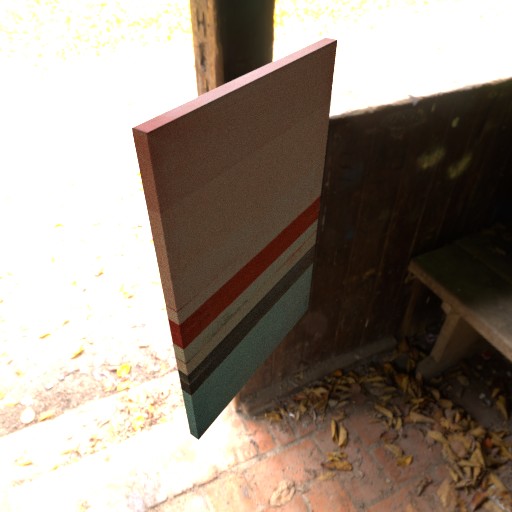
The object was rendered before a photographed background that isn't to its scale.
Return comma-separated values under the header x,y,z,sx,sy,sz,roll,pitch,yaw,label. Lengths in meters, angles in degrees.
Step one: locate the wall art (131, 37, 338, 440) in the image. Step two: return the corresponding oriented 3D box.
x,y,z,sx,sy,sz,roll,pitch,yaw,label
0.000,0.000,1.144,0.038,0.914,0.610,25,46,26,wall art
